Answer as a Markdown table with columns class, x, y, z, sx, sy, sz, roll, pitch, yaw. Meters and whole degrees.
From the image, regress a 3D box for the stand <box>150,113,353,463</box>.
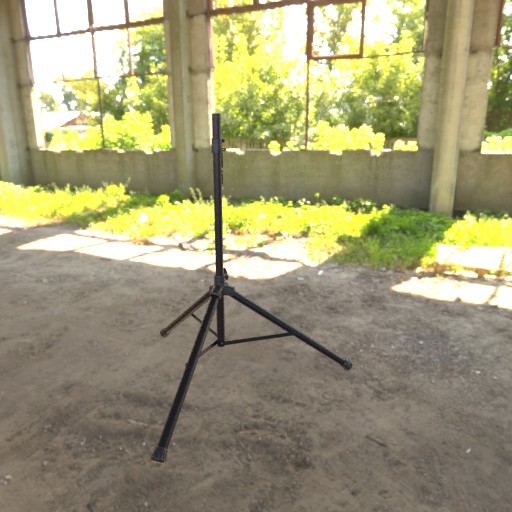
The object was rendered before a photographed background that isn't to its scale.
| class | x | y | z | sx | sy | sz | roll | pitch | yaw |
| --- | --- | --- | --- | --- | --- | --- | --- | --- | --- |
| stand | 0.000 | 0.000 | 1.859 | 0.907 | 1.136 | 1.045 | -2 | 15 | -8 |
